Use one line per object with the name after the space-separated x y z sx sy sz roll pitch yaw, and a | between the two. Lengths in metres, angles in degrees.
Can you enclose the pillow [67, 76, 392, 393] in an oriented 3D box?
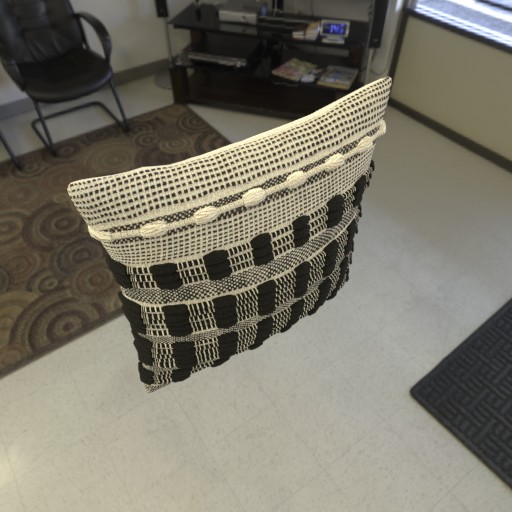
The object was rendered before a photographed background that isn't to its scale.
0.000 0.000 0.663 0.436 0.438 0.156 -25 52 -22 | pillow
